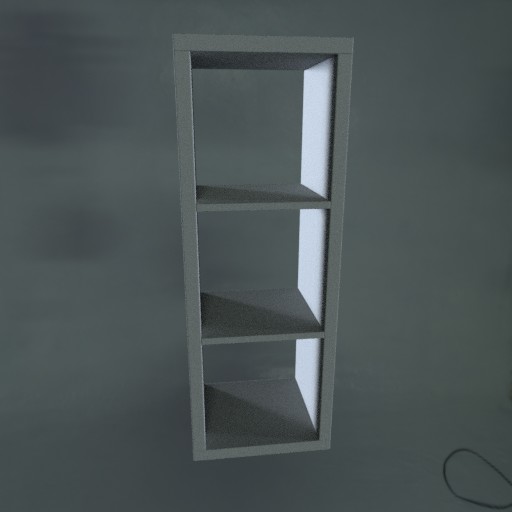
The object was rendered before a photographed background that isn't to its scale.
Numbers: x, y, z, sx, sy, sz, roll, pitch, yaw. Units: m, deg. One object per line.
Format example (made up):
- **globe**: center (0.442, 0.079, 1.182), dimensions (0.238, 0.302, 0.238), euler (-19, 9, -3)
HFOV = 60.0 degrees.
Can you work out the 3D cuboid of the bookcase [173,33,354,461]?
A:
- **bookcase**: center (0.000, 0.000, 1.257), dimensions (0.390, 1.080, 0.330), euler (-2, 17, -7)
